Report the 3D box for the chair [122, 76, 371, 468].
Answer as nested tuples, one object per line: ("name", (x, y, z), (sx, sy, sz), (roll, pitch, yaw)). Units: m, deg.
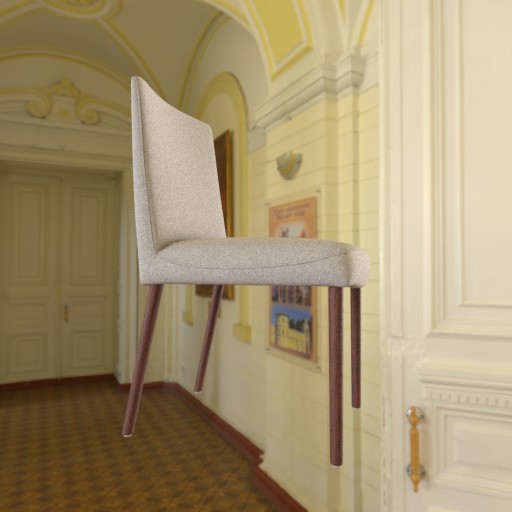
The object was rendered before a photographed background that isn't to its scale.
("chair", (0.000, 0.000, 1.157), (0.570, 0.859, 0.456), (0, -1, 19))
